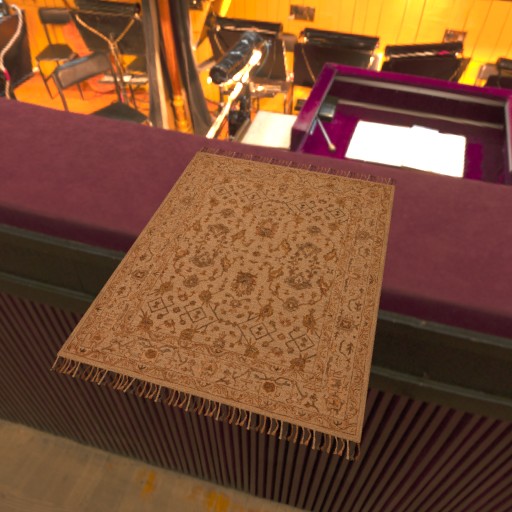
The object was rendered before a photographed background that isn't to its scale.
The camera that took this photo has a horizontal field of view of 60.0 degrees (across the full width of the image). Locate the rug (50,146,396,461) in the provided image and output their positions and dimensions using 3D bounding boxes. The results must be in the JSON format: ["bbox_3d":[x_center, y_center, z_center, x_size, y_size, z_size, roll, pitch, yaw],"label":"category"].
[{"bbox_3d":[0.000,0.000,2.264,1.278,0.009,1.726,12,48,11],"label":"rug"}]
